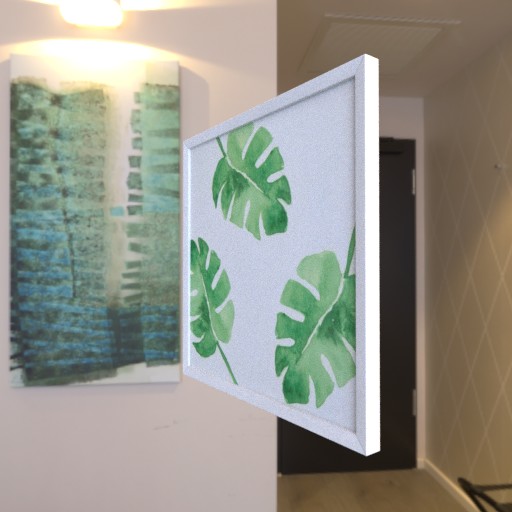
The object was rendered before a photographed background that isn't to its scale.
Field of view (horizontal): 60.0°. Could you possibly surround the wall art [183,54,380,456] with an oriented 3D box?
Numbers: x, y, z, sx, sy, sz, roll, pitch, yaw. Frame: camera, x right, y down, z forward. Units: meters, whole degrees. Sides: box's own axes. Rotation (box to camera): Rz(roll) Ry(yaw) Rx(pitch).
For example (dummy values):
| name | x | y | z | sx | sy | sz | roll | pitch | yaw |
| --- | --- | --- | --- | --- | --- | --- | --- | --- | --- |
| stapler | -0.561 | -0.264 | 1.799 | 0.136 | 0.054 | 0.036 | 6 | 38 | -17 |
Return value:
| name | x | y | z | sx | sy | sz | roll | pitch | yaw |
| --- | --- | --- | --- | --- | --- | --- | --- | --- | --- |
| wall art | 0.000 | 0.000 | 1.158 | 0.040 | 0.762 | 0.762 | 1 | -1 | -36 |
